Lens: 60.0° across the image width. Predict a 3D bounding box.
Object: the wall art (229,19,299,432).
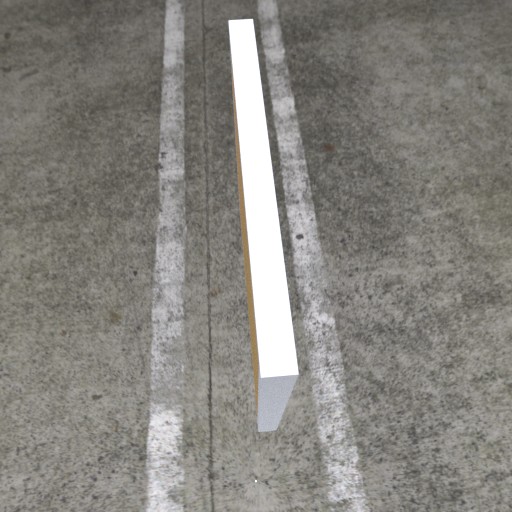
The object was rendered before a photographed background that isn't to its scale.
[{"bbox_3d":[0.000,0.000,0.750,0.035,0.507,0.508,-4,63,-2],"label":"wall art"}]
